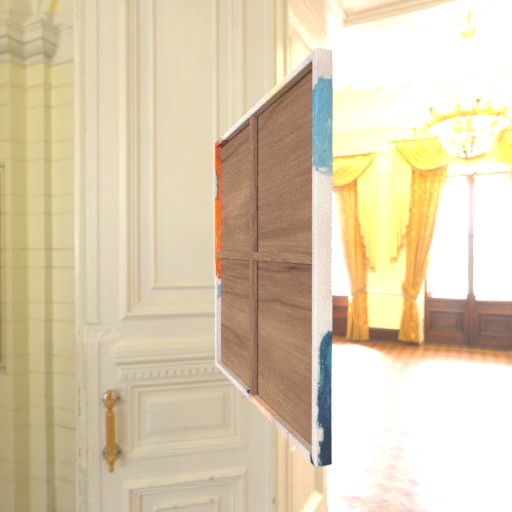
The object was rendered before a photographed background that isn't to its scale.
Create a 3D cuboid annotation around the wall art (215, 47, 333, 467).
[{"bbox_3d":[0.000,0.000,1.246,0.037,0.814,0.814,0,1,-19],"label":"wall art"}]
